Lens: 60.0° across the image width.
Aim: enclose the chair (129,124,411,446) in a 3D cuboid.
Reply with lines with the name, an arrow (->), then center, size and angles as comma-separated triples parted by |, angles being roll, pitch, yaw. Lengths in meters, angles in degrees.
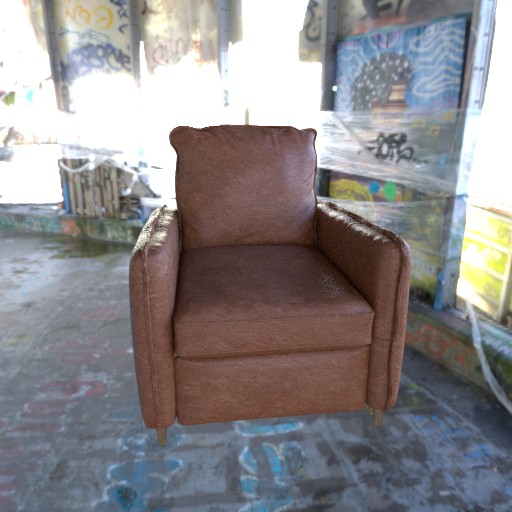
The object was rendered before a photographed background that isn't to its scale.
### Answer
chair -> 0.000, 0.000, 1.629 | 0.830, 0.922, 0.922 | -2, 17, -7
